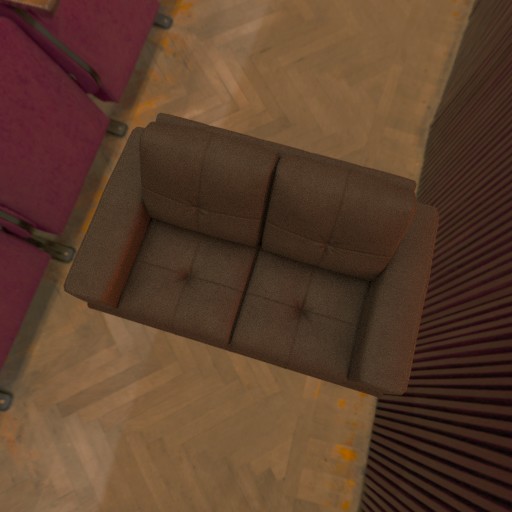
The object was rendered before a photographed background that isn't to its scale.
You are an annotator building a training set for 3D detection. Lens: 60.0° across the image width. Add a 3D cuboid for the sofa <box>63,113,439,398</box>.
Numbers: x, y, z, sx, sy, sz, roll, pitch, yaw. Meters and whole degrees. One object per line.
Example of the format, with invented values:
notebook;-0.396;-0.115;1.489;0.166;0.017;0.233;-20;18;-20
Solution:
sofa;0.000;0.000;2.385;1.806;0.907;1.018;16;75;5
